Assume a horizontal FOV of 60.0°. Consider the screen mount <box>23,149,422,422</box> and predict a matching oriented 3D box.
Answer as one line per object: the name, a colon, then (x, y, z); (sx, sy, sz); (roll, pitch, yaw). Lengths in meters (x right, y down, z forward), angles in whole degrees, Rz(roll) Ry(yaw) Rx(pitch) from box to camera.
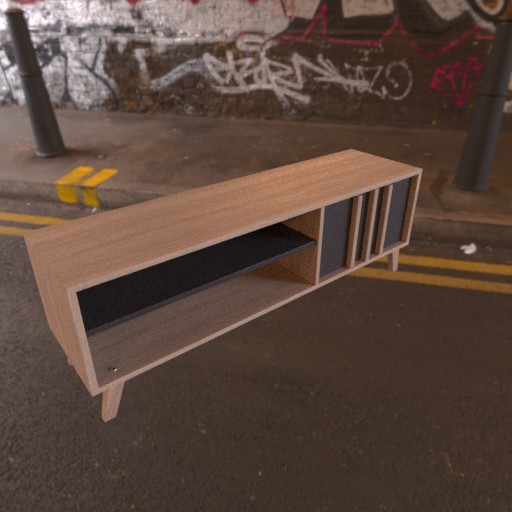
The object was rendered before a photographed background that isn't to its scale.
screen mount: (0.000, 0.000, 1.745); (1.500, 0.509, 0.401); (-21, 35, -33)
